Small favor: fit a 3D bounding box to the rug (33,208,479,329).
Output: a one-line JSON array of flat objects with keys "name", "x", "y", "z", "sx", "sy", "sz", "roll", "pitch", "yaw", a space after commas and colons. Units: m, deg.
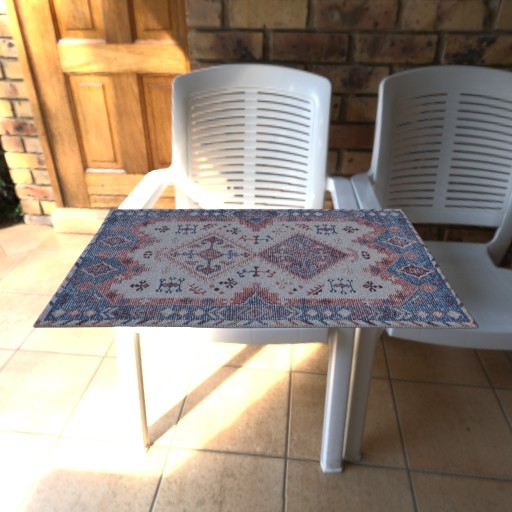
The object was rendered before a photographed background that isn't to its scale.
[{"name": "rug", "x": 0.000, "y": 0.000, "z": 3.084, "sx": 2.464, "sy": 0.023, "sz": 1.521, "roll": 0, "pitch": 31, "yaw": 0}]
